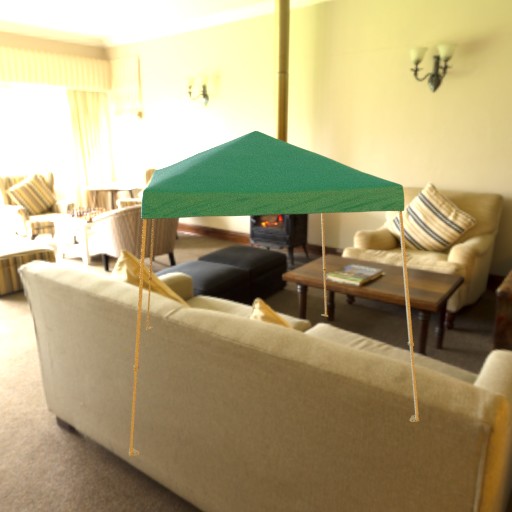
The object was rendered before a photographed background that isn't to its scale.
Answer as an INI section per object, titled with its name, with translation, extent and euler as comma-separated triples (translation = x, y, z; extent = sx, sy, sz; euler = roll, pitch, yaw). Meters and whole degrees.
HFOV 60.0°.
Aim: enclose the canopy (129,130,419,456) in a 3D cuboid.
[canopy]
translation = 0.000, 0.000, 5.232
extent = 2.850, 2.850, 2.849
euler = -3, 15, -10
